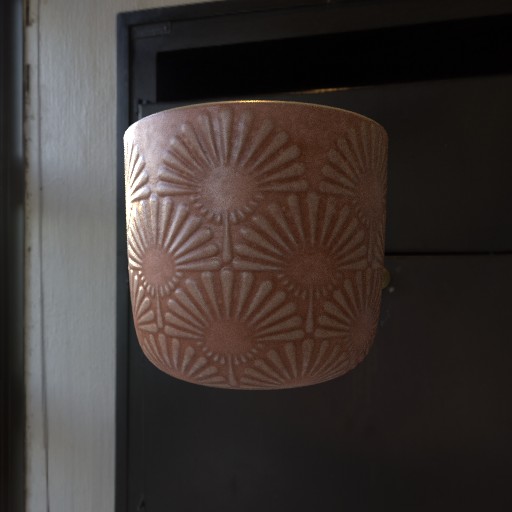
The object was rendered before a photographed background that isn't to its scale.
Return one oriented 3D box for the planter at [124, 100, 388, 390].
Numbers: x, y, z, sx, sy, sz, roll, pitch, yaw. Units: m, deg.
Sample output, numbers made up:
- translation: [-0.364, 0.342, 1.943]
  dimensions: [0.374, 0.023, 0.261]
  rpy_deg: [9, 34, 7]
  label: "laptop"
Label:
- translation: [0.000, 0.000, 0.216]
  dimensions: [0.124, 0.109, 0.124]
  rpy_deg: [0, 0, 0]
  label: "planter"
